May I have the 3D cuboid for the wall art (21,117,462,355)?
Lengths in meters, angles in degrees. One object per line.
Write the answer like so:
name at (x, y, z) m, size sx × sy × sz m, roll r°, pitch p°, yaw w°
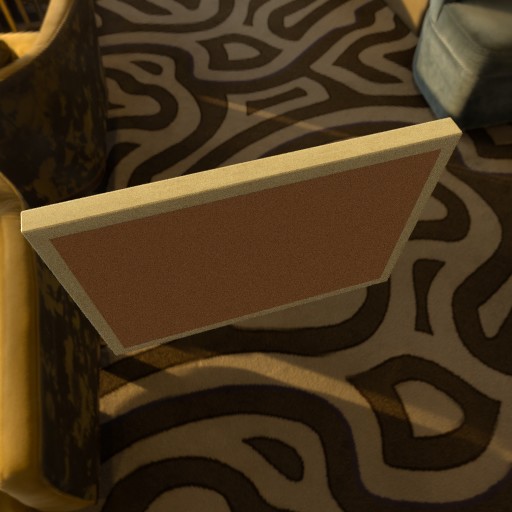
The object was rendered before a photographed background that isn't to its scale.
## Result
wall art at (0.000, 0.000, 0.684) m, size 0.533 × 0.381 × 0.032 m, roll -14°, pitch 59°, yaw -9°
